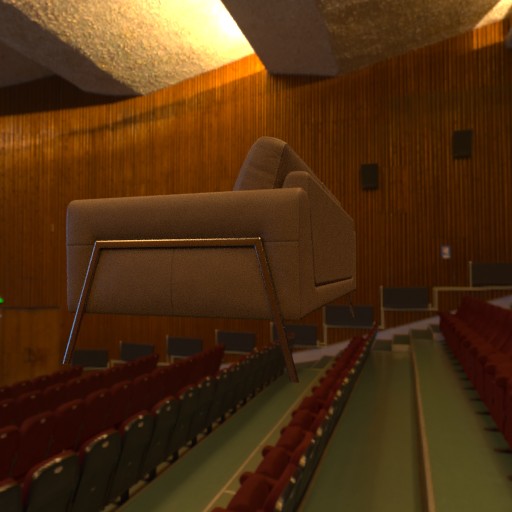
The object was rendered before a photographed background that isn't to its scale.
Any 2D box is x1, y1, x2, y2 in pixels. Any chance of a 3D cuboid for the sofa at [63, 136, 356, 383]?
[{"bbox_3d":[0.000,0.000,2.537,0.953,0.875,2.017,0,-2,18],"label":"sofa"}]
